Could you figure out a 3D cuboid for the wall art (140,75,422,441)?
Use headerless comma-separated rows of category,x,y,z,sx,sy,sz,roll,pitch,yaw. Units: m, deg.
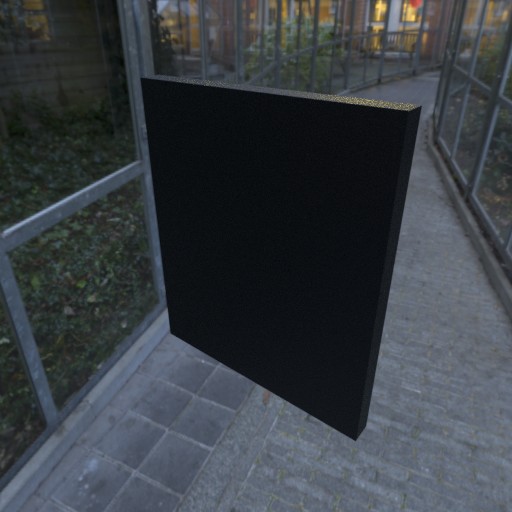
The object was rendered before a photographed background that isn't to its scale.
wall art,0.000,0.000,0.534,0.325,0.380,0.028,21,35,33
